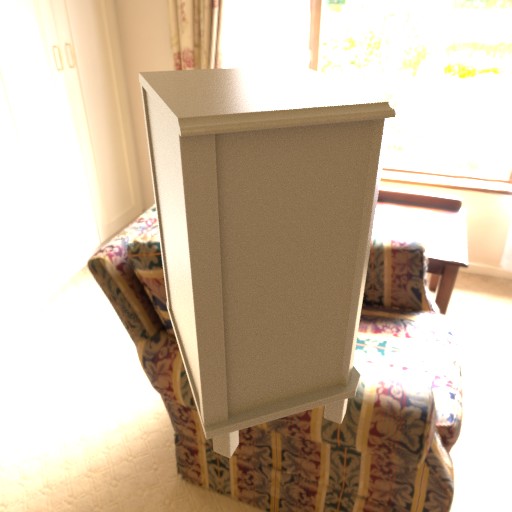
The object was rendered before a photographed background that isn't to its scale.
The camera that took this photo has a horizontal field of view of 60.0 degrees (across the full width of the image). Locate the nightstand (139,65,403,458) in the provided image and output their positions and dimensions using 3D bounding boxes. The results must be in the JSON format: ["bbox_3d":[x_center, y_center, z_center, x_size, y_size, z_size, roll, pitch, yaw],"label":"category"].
[{"bbox_3d":[0.000,0.000,0.927,0.348,0.680,0.435,-10,32,-17],"label":"nightstand"}]
